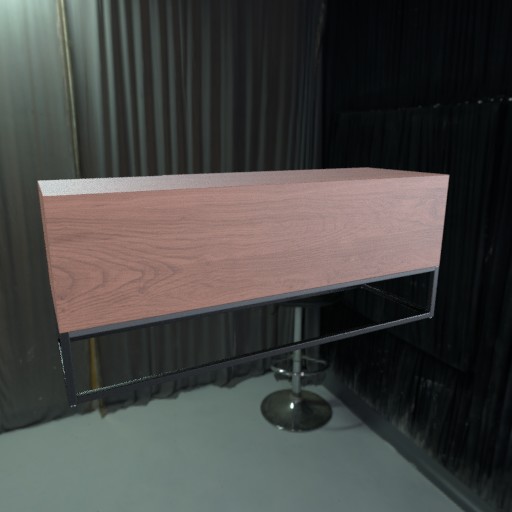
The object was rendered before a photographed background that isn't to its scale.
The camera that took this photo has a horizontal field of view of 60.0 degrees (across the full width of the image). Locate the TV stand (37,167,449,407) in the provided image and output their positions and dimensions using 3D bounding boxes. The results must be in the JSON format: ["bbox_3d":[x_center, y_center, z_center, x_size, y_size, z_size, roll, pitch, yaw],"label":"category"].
[{"bbox_3d":[0.000,0.000,1.421,1.200,0.500,0.415,-7,17,-26],"label":"TV stand"}]
